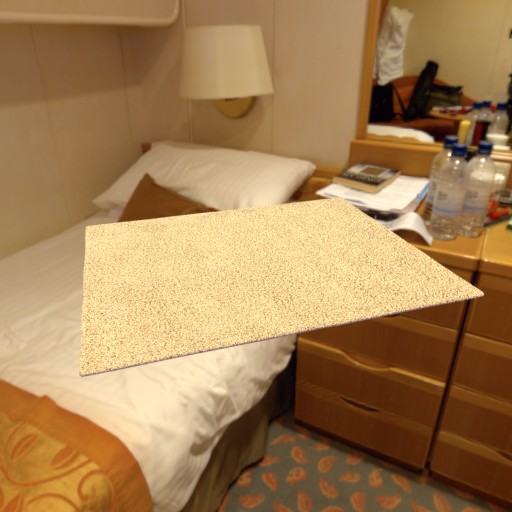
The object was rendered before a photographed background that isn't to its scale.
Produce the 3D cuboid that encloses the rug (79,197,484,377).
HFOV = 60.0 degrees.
[{"bbox_3d":[0.000,0.000,4.135,3.047,0.029,2.438,-8,28,-16],"label":"rug"}]
